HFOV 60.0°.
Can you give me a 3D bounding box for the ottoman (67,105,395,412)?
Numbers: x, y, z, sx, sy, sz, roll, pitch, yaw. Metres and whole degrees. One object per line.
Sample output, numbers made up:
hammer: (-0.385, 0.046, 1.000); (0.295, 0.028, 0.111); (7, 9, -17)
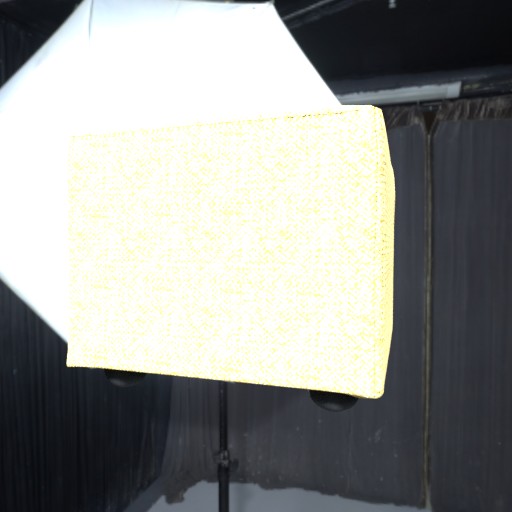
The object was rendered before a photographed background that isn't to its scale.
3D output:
ottoman: (0.000, 0.000, 0.871); (0.512, 0.441, 0.505); (0, 1, 18)
